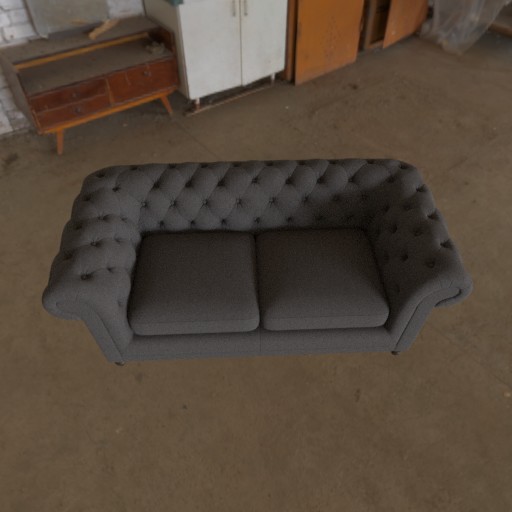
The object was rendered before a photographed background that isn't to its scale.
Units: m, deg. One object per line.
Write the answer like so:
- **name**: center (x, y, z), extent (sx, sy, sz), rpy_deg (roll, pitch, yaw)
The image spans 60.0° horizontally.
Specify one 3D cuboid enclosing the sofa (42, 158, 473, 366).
- **sofa**: center (0.000, 0.000, 2.529), extent (1.998, 0.764, 0.986), rpy_deg (-2, 47, -2)
